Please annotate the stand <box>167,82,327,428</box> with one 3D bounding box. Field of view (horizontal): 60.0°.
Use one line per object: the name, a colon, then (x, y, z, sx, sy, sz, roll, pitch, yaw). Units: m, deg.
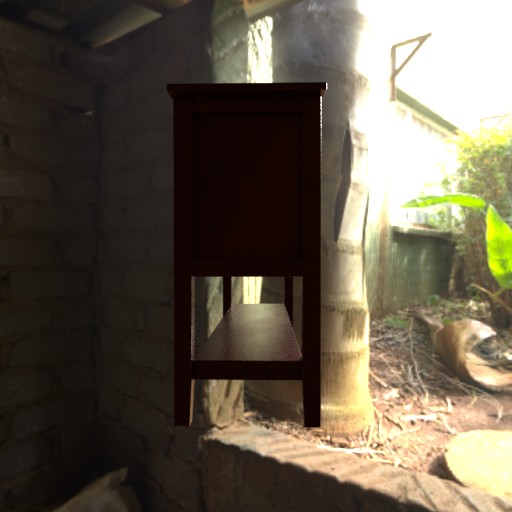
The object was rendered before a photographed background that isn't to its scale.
stand: (0.000, 0.000, 1.784, 0.410, 0.872, 1.362, 0, 0, 2)
